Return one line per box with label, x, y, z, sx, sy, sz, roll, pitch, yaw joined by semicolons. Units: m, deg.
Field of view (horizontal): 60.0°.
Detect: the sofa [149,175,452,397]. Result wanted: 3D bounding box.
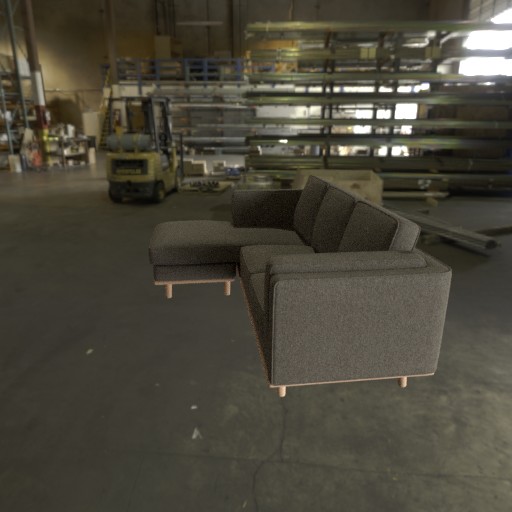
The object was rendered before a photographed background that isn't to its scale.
sofa;0.000;0.000;3.180;1.604;0.929;2.411;-2;18;-7
